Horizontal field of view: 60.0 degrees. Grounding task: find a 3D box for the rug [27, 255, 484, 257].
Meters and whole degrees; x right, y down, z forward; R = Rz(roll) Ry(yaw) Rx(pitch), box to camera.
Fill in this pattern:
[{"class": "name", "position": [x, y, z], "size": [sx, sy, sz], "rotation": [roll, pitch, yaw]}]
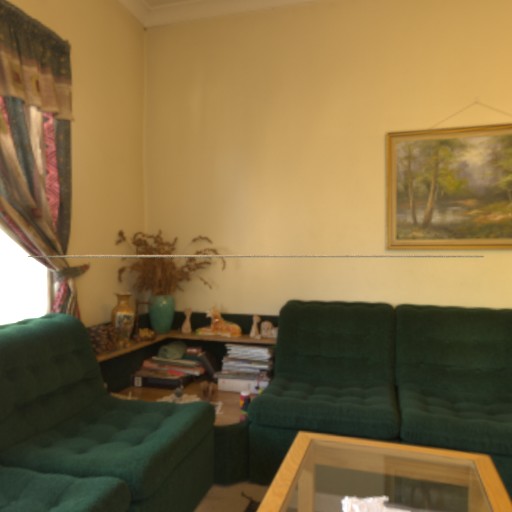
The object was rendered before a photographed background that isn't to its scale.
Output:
[{"class": "rug", "position": [0.000, 0.000, 2.539], "size": [2.275, 0.009, 0.684], "rotation": [0, 1, 0]}]
